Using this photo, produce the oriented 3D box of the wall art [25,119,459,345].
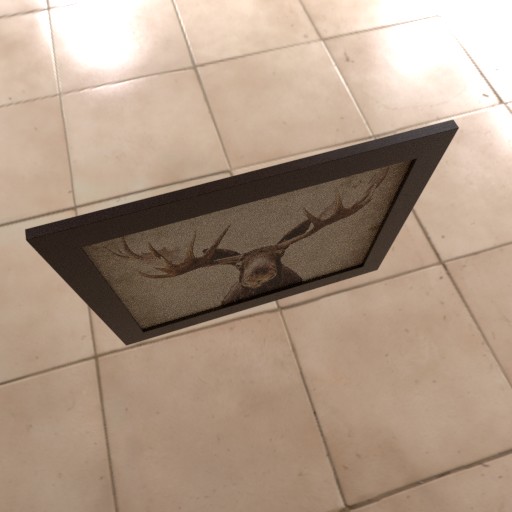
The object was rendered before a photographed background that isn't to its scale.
[{"bbox_3d":[0.000,0.000,1.612,1.207,0.952,0.034,-16,64,-8],"label":"wall art"}]
